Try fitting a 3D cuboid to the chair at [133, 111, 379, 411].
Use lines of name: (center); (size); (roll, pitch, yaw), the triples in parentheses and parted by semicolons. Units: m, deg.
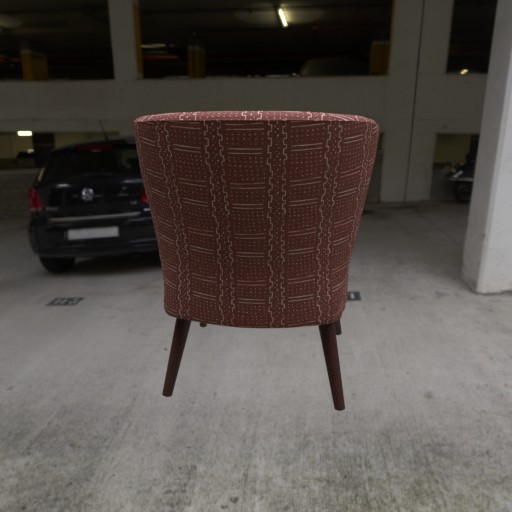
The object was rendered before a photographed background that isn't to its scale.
chair: (0.000, 0.000, 1.435); (0.706, 0.866, 0.758); (2, 16, 7)
